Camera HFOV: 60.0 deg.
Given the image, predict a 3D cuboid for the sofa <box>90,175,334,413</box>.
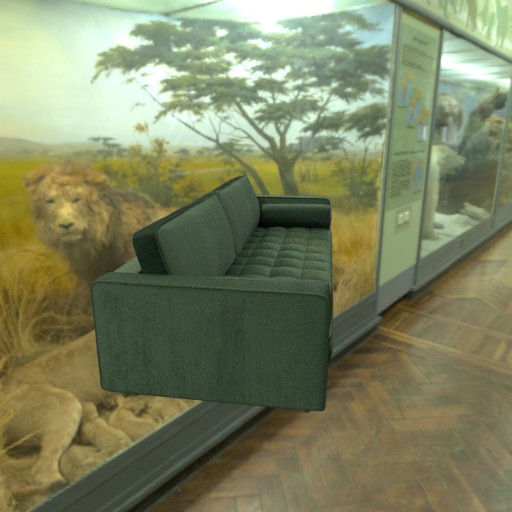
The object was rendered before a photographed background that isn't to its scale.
[{"bbox_3d":[0.000,0.000,2.670,0.918,0.769,2.199,3,17,9],"label":"sofa"}]
